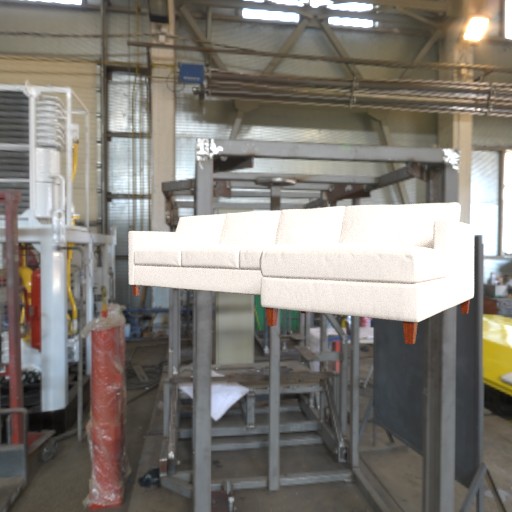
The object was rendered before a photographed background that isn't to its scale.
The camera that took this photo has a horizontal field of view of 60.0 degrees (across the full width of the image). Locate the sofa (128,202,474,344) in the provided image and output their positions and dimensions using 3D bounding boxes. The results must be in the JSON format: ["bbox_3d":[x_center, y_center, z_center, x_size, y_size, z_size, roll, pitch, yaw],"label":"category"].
[{"bbox_3d":[0.000,0.000,4.152,3.471,0.954,1.606,1,1,37],"label":"sofa"}]
